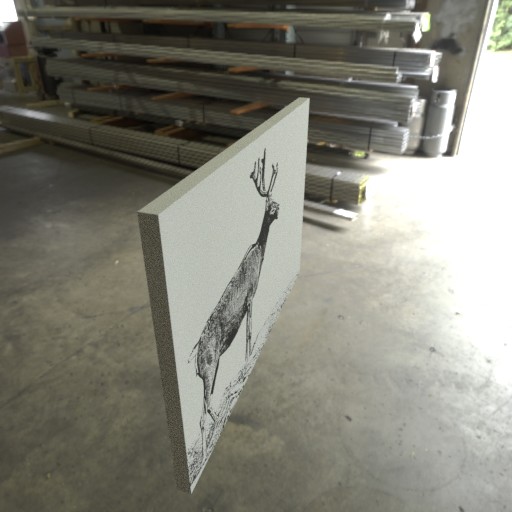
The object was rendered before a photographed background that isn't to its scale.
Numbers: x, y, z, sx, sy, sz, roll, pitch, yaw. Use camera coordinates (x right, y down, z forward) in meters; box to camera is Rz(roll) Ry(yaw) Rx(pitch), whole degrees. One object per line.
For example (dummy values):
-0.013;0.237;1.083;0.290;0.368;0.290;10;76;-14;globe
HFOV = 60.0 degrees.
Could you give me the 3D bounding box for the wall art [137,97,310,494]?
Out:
0.000;0.000;1.122;0.033;0.617;0.906;10;31;16;wall art
